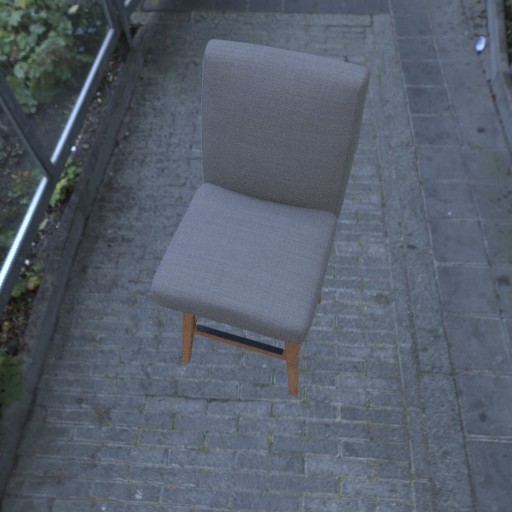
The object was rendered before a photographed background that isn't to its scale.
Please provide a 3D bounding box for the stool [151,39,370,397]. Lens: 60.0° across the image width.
[{"bbox_3d":[0.000,0.000,1.423,0.483,1.112,0.570,15,59,9],"label":"stool"}]
